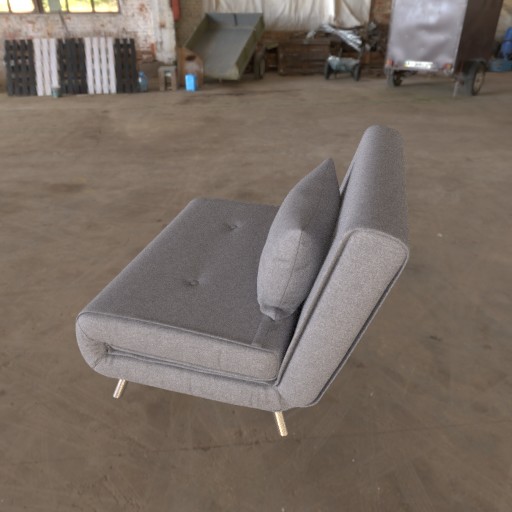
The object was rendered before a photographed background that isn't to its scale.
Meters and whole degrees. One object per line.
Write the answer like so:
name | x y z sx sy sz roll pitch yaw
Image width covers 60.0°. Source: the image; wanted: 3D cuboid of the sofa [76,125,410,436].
sofa | 0.000 0.000 1.718 1.000 0.825 1.020 8 31 13
